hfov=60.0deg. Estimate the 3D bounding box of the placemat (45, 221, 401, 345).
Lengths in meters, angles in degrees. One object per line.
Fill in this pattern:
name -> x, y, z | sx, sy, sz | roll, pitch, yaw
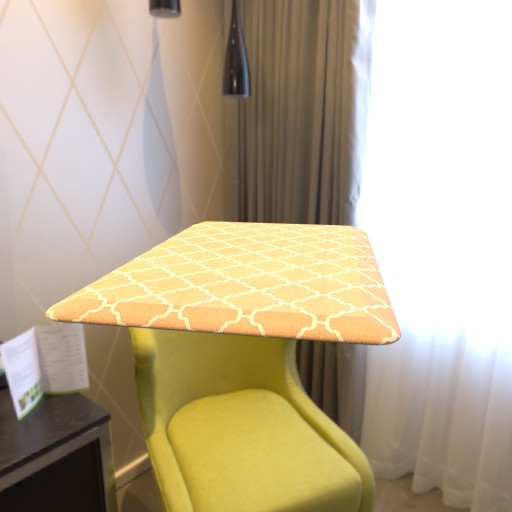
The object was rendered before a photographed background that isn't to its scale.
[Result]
placemat -> 0.000, 0.000, 0.949 | 0.508, 0.021, 0.762 | 3, 15, 10
